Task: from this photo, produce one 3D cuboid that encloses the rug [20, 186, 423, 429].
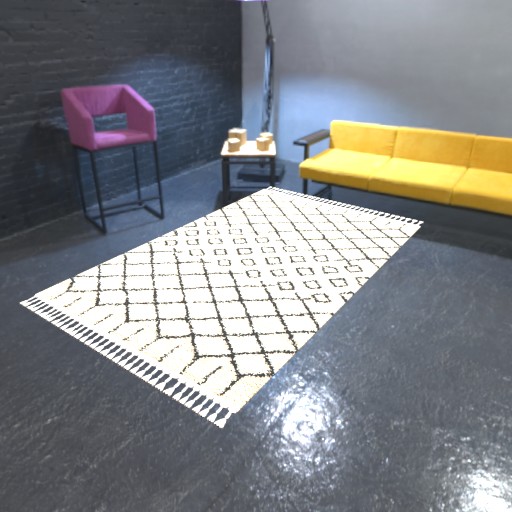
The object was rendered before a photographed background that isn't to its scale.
[{"bbox_3d":[0.000,0.000,2.407,1.196,0.008,2.006,19,33,31],"label":"rug"}]
